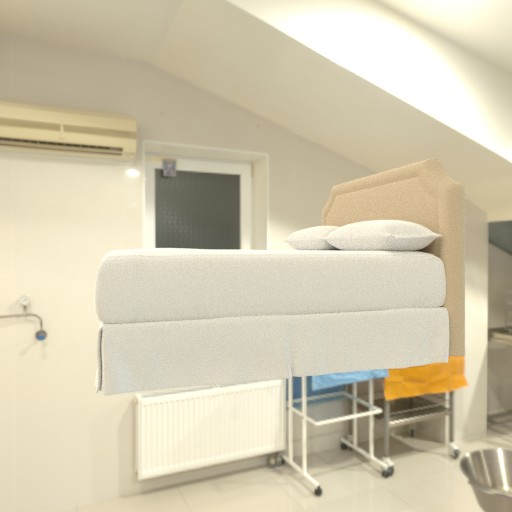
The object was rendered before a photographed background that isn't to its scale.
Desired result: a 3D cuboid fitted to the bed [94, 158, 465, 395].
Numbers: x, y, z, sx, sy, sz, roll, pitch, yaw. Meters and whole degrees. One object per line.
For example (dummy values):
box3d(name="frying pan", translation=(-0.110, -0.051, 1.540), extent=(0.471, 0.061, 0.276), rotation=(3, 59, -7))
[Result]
box3d(name="bed", translation=(0.000, 0.000, 3.785), extent=(2.548, 1.524, 2.134), rotation=(0, 1, -18))
